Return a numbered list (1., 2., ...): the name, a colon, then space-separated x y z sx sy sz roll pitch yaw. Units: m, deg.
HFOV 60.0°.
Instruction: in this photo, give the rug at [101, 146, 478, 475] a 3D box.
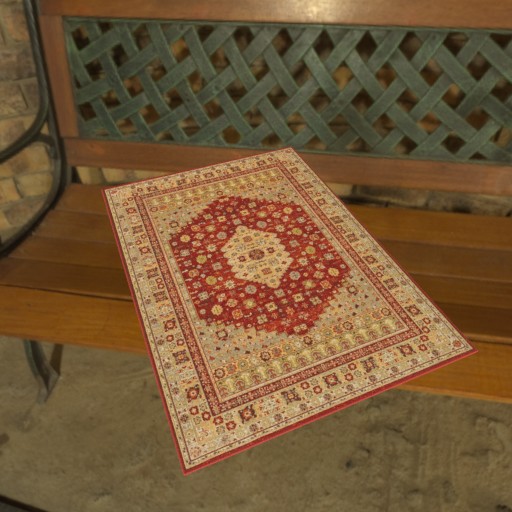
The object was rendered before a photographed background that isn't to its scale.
1. rug: 0.000 0.000 2.825 1.593 0.013 2.211 -16 47 -16
